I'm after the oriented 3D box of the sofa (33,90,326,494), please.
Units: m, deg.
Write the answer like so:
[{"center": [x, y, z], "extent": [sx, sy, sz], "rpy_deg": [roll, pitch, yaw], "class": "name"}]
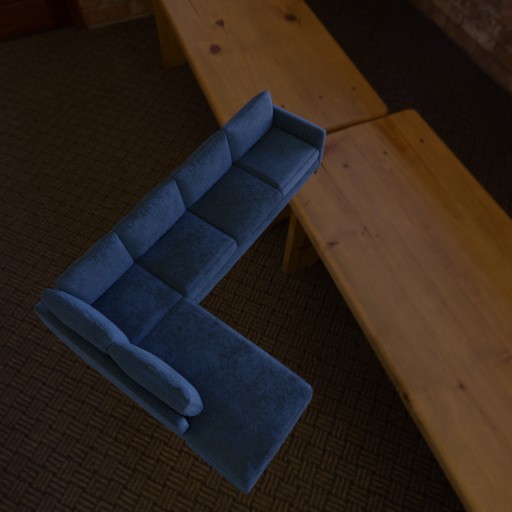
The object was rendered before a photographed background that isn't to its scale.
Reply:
[{"center": [0.000, 0.000, 3.743], "extent": [2.007, 0.815, 2.949], "rpy_deg": [32, 64, 18], "class": "sofa"}]
